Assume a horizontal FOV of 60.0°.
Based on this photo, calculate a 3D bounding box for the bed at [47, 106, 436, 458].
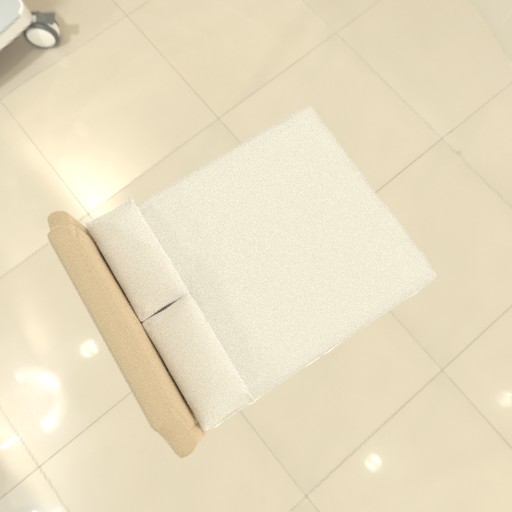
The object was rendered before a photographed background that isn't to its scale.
[{"bbox_3d":[0.000,0.000,3.851,2.548,1.524,2.134,-32,79,-7],"label":"bed"}]
